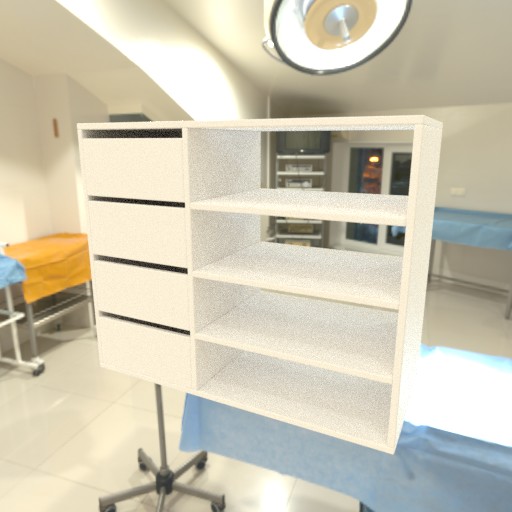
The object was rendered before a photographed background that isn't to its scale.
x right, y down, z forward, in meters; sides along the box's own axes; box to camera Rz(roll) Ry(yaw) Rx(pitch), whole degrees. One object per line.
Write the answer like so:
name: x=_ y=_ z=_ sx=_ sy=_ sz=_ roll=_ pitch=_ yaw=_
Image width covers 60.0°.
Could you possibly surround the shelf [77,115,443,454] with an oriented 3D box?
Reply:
shelf: x=0.000 y=0.000 z=1.273 sx=0.895 sy=0.732 sz=0.396 roll=7 pitch=16 yaw=26
